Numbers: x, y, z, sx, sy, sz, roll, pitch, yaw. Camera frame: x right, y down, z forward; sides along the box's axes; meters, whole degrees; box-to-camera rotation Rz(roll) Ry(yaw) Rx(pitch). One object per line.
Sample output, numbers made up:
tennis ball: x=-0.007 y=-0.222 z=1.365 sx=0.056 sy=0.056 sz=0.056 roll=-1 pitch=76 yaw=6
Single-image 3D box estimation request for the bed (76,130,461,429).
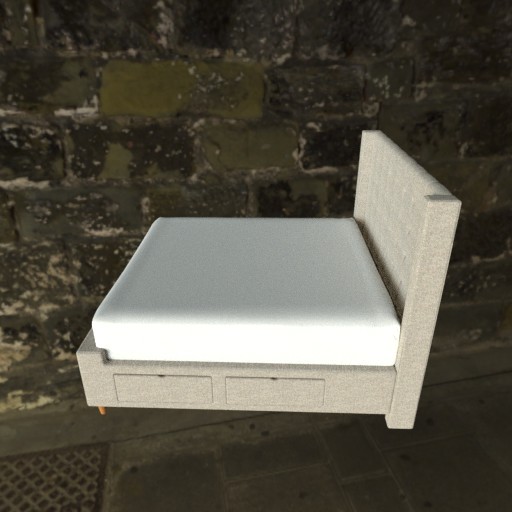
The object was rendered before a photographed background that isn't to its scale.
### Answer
bed: x=0.000 y=0.000 z=3.759 sx=2.372 sy=1.748 sz=2.044 roll=1 pitch=26 yaw=2
